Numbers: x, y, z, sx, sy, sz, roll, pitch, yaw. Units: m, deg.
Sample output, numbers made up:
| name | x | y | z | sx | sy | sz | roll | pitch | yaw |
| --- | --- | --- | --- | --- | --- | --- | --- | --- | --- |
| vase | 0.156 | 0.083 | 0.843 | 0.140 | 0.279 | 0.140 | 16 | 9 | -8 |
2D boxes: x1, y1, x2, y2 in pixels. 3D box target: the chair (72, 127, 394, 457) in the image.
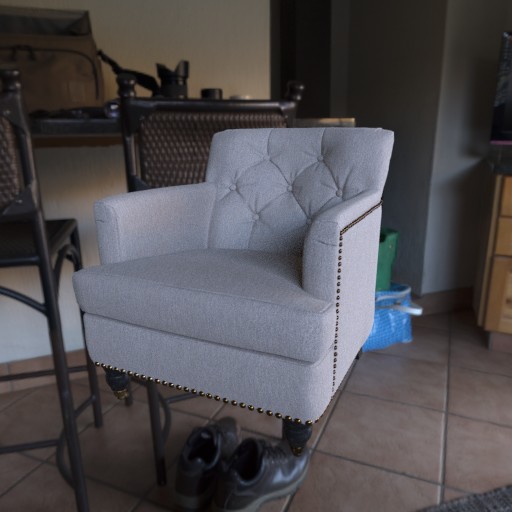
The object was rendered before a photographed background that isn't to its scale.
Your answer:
| name | x | y | z | sx | sy | sz | roll | pitch | yaw |
| --- | --- | --- | --- | --- | --- | --- | --- | --- | --- |
| chair | 0.000 | 0.000 | 1.451 | 0.737 | 0.823 | 0.902 | 7 | 16 | 25 |
